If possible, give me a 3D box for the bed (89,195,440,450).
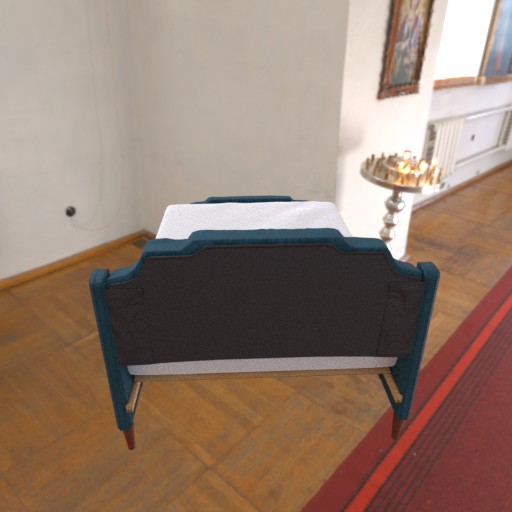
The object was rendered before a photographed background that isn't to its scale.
[{"bbox_3d":[0.000,0.000,3.327,1.676,1.351,2.322,-1,27,-2],"label":"bed"}]
